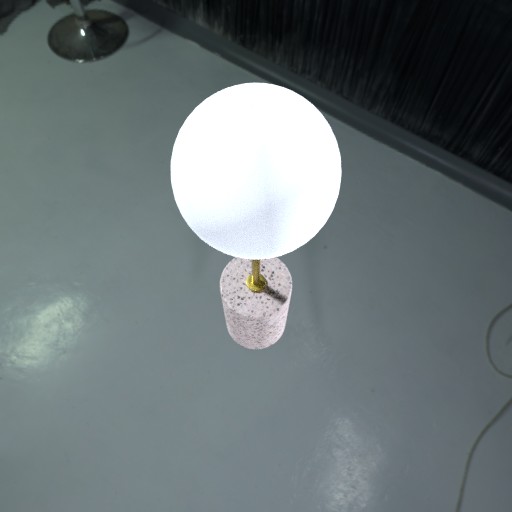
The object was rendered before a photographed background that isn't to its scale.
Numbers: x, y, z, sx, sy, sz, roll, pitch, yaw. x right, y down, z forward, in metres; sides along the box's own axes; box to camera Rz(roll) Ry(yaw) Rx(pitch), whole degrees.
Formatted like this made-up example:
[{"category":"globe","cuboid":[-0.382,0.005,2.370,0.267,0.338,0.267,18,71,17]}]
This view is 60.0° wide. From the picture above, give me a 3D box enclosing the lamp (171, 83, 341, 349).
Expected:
[{"category":"lamp","cuboid":[0.000,0.000,0.549,0.153,0.480,0.153,0,63,0]}]
